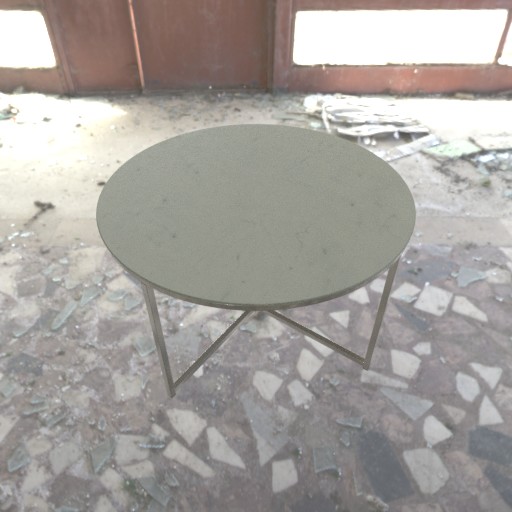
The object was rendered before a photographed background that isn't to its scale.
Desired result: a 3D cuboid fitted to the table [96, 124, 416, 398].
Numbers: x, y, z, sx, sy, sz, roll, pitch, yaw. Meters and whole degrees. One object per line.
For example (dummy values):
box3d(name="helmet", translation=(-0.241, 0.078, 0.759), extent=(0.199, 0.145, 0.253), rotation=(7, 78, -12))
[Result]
box3d(name="table", translation=(0.000, 0.000, 1.296), extent=(0.800, 0.450, 0.800), rotation=(0, 41, 0))
